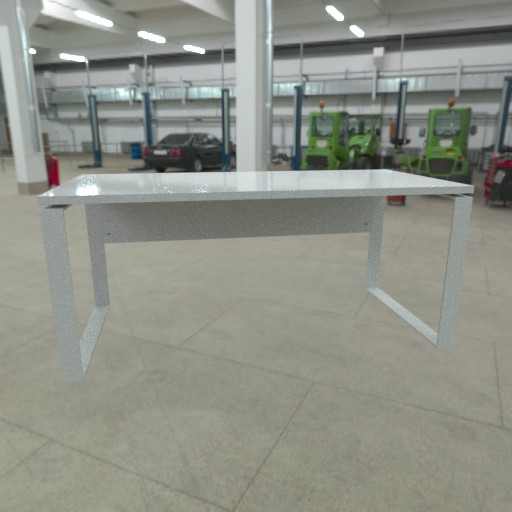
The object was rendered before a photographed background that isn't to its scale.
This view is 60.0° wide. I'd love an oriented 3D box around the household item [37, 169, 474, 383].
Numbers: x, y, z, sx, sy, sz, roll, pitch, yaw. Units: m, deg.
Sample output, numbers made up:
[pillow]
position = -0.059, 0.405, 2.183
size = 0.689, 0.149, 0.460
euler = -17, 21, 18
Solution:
[household item]
position = 0.000, 0.000, 2.177
size = 1.700, 0.745, 0.800
euler = -3, 16, -10
